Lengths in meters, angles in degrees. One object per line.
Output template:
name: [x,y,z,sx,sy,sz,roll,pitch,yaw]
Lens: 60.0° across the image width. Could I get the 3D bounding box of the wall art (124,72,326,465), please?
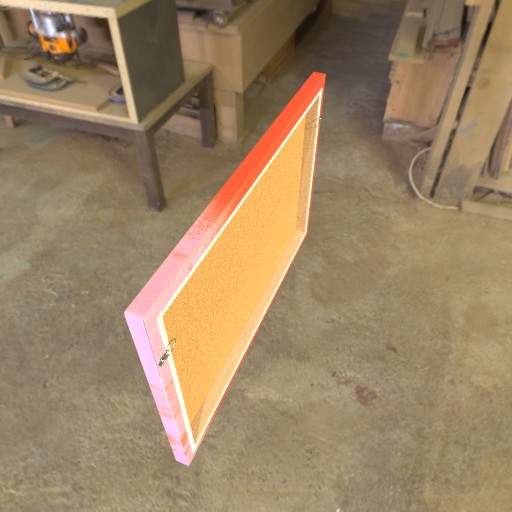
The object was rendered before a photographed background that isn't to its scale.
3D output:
wall art: [0.000,0.000,1.165,0.040,0.609,0.913,17,48,16]
